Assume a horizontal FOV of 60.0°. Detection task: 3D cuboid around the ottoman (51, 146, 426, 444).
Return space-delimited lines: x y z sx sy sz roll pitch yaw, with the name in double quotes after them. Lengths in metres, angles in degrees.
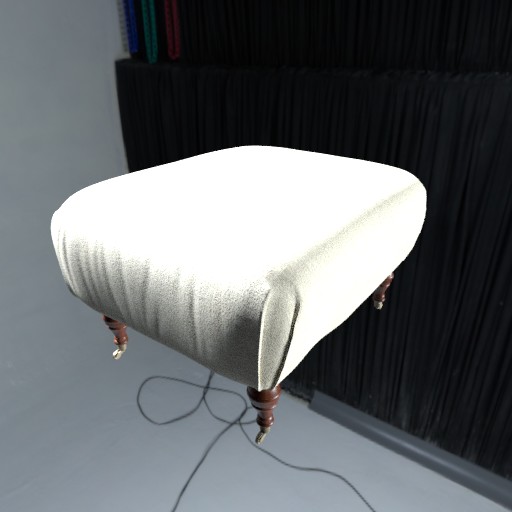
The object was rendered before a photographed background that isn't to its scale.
0.000 0.000 1.104 0.622 0.450 0.747 18 31 32 "ottoman"
